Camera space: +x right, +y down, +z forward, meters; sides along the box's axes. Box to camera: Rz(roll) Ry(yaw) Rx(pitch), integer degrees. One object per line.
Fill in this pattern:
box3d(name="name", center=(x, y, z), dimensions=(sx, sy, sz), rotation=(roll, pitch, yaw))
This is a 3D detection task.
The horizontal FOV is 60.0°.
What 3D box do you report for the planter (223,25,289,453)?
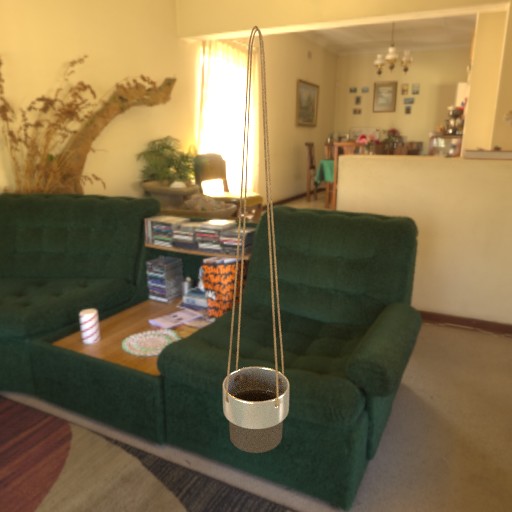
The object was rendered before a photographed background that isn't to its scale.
box3d(name="planter", center=(0.000, 0.000, 1.140), dimensions=(0.187, 1.073, 0.187), rotation=(2, 15, 9))
